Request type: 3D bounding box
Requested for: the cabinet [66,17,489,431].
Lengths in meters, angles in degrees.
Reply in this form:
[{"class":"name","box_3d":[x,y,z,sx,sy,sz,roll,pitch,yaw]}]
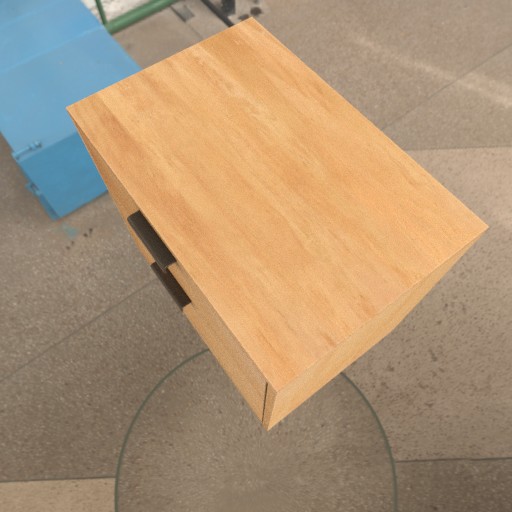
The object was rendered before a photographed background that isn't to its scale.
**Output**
[{"class":"cabinet","box_3d":[0.000,0.000,0.926,0.394,0.599,0.551,-34,68,-15]}]
